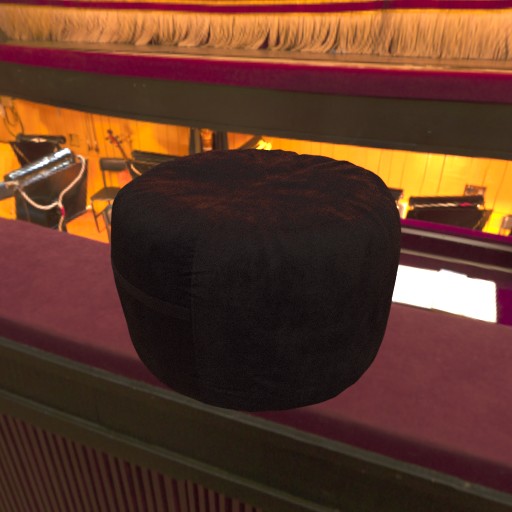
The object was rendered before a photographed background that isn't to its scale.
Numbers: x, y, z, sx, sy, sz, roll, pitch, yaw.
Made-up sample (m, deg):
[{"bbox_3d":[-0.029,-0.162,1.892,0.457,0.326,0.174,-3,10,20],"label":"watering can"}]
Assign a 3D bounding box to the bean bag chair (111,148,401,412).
[{"bbox_3d":[0.000,0.000,1.995,1.219,0.762,1.219,0,29,0],"label":"bean bag chair"}]
